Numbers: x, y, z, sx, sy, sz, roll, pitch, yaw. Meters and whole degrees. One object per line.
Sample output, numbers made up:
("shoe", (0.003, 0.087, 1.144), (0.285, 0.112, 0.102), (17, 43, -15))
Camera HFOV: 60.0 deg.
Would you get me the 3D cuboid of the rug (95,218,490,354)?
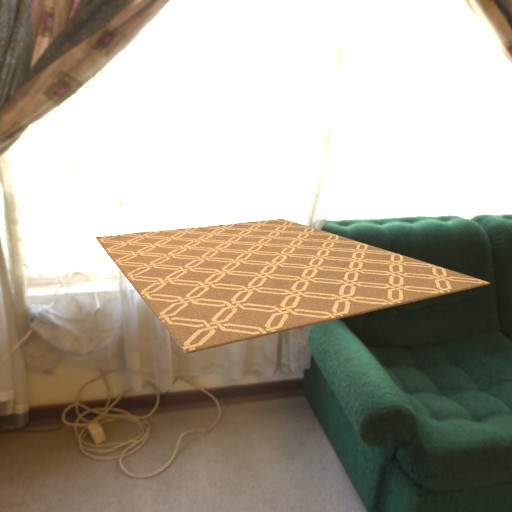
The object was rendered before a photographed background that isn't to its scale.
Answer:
("rug", (0.000, 0.000, 3.903), (2.288, 0.018, 2.895), (-8, 17, -27))
